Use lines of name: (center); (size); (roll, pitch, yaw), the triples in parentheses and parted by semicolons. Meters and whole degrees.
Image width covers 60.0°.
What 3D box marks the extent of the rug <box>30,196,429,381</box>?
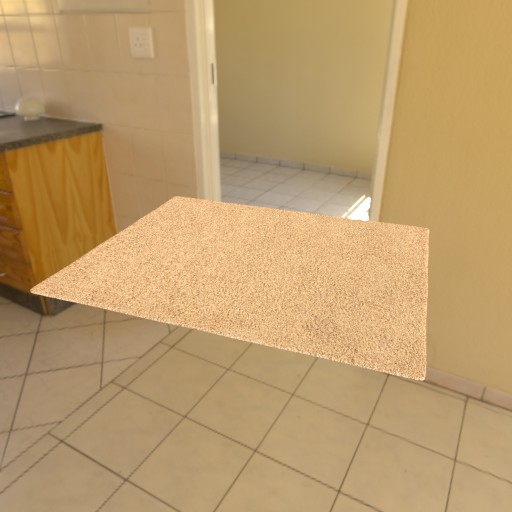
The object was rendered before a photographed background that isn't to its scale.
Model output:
rug: (0.000, 0.000, 4.157); (3.047, 0.029, 2.438); (9, 28, 17)
